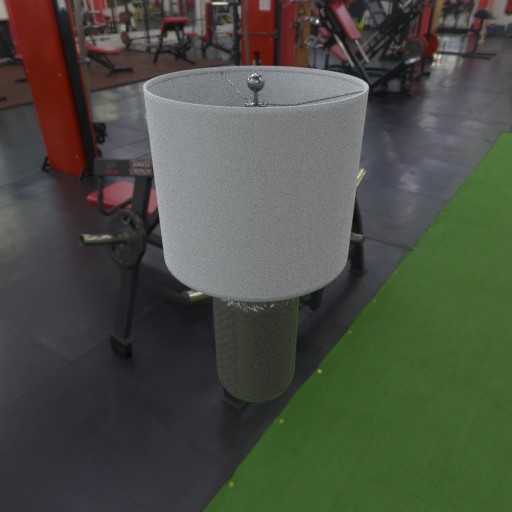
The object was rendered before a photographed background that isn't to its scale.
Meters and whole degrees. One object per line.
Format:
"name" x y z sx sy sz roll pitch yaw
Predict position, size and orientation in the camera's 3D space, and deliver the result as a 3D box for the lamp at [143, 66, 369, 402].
"lamp" 0.000 0.000 0.505 0.203 0.389 0.203 22 37 31
